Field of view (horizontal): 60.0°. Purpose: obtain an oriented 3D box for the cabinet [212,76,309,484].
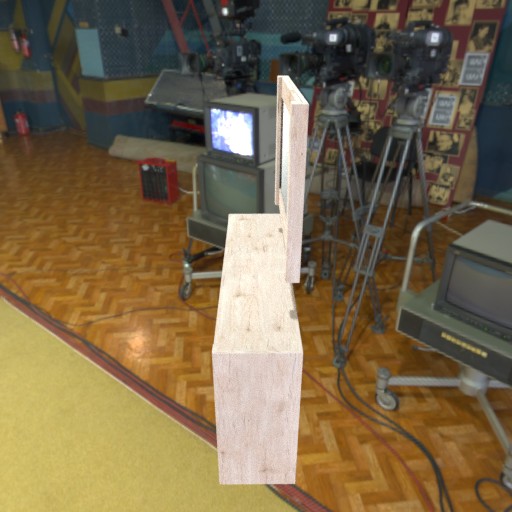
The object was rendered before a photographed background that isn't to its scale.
[{"bbox_3d":[0.000,0.000,2.759,0.420,1.981,1.700,0,27,0],"label":"cabinet"}]
